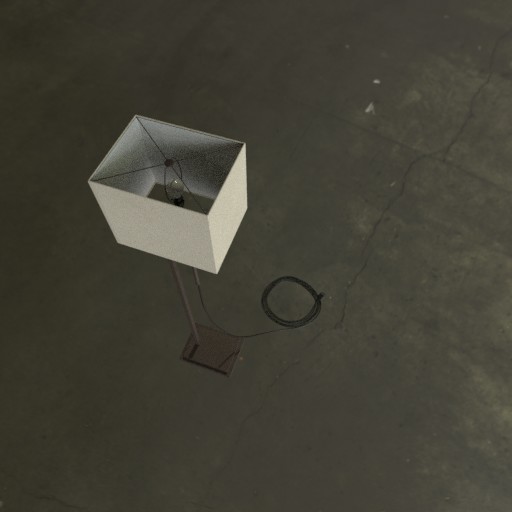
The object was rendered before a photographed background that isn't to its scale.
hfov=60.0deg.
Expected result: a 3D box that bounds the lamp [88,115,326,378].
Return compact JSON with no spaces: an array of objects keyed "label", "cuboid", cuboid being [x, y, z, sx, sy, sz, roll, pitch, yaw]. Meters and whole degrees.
[{"label":"lamp","cuboid":[0.000,0.000,2.015,0.698,1.600,0.774,17,60,10]}]
